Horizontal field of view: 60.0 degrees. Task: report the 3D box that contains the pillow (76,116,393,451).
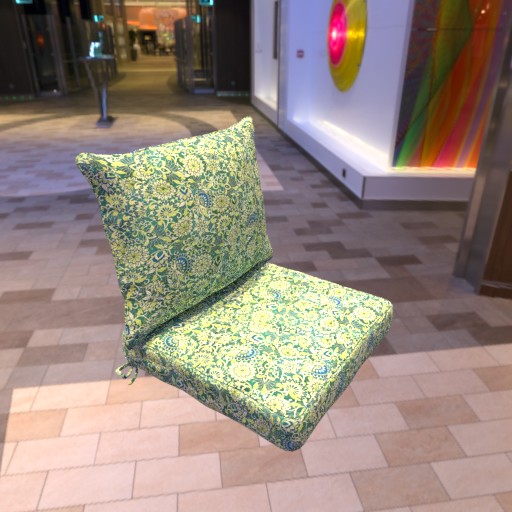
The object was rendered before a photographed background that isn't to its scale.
[{"bbox_3d":[0.000,0.000,1.409,0.740,0.722,0.798,17,31,32],"label":"pillow"}]
